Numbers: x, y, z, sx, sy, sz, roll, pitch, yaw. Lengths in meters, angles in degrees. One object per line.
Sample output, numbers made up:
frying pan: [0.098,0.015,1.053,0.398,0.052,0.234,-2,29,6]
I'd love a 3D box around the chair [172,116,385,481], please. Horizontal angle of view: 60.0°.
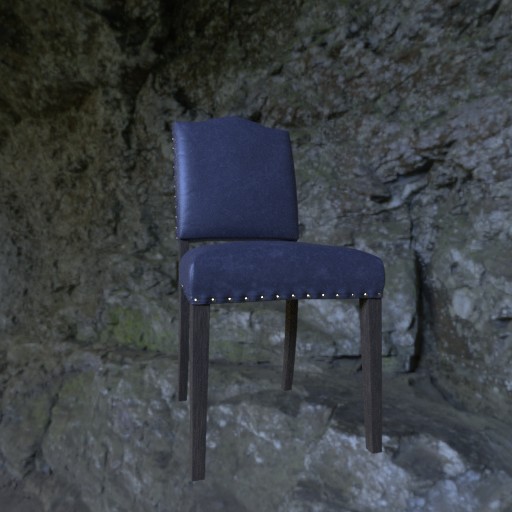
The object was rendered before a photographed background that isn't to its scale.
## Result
chair: [0.000,0.000,1.339,0.500,0.991,0.633,0,1,-17]
